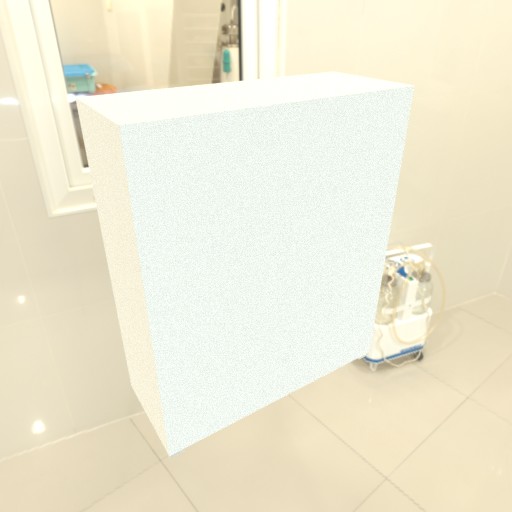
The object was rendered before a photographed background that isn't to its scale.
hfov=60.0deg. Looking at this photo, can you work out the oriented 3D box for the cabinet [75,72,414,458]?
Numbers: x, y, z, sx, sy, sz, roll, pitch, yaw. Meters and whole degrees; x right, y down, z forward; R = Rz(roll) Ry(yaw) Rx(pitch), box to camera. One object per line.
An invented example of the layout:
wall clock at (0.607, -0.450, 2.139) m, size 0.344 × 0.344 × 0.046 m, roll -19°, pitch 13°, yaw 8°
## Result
cabinet at (0.000, 0.000, 1.683) m, size 1.000 × 1.190 × 0.400 m, roll -18°, pitch 34°, yaw -28°
